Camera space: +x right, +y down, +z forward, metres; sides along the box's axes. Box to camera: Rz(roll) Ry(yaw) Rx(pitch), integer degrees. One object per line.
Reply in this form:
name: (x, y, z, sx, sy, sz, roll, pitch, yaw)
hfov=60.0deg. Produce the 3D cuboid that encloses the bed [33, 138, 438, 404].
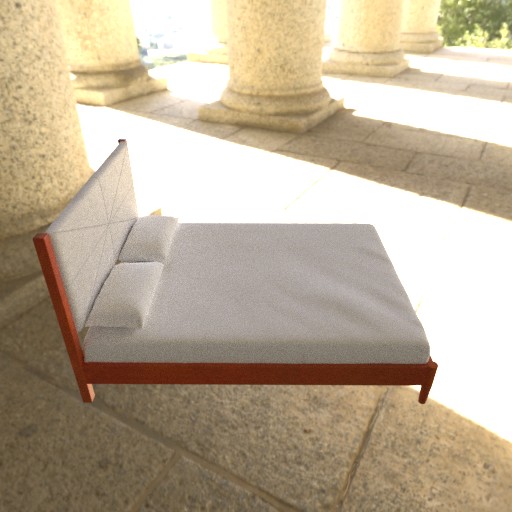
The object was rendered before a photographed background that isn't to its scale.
bed: (0.000, 0.000, 3.065, 2.117, 1.165, 1.566, 0, 32, 0)
